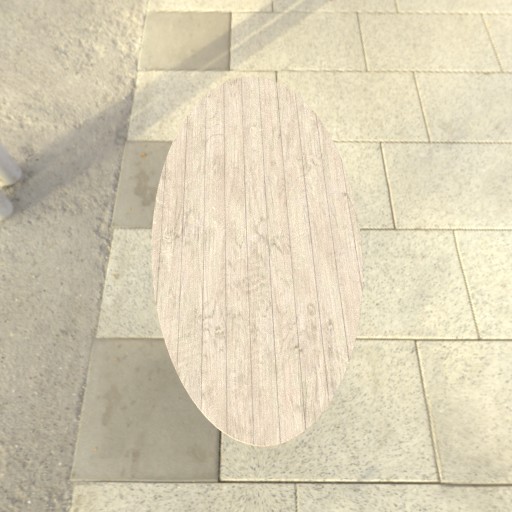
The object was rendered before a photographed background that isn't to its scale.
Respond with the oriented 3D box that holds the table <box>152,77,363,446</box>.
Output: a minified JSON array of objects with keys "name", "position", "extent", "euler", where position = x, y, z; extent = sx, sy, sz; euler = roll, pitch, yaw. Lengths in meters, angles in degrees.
[{"name":"table","position":[0.000,0.000,1.338],"extent":[0.542,0.390,1.083],"euler":[-2,63,-1]}]
